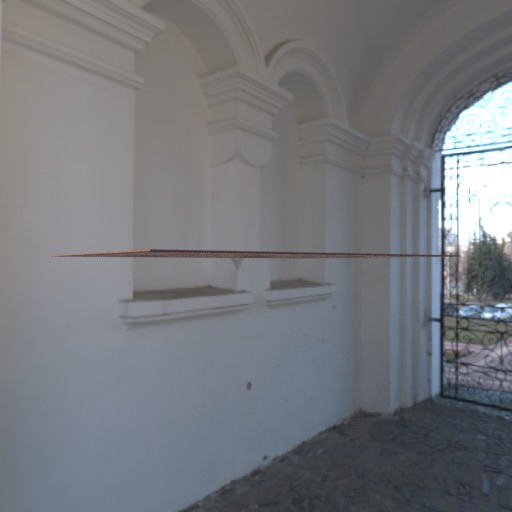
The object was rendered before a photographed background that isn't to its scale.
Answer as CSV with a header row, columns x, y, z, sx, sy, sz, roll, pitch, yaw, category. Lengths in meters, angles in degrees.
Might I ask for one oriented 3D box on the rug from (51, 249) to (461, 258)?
x,y,z,sx,sy,sz,roll,pitch,yaw,category
0.000,0.000,4.314,3.197,0.013,2.381,1,-1,-37,rug
